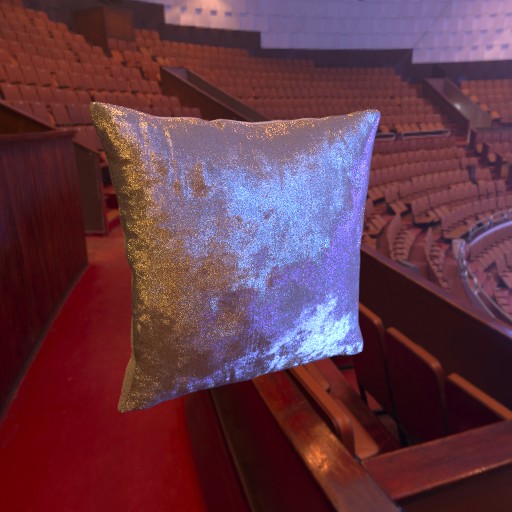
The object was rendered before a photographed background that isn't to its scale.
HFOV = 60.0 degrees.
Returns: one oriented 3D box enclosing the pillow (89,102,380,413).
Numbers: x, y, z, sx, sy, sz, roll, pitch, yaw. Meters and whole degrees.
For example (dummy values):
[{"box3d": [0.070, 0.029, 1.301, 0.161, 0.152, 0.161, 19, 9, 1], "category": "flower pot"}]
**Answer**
[{"box3d": [0.000, 0.000, 0.718, 0.470, 0.464, 0.175, -8, 19, -25], "category": "pillow"}]
